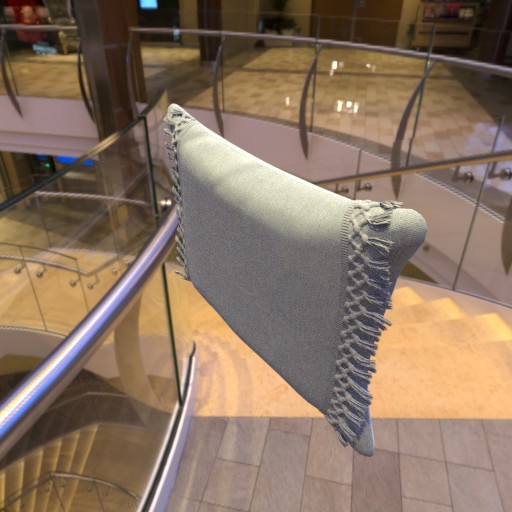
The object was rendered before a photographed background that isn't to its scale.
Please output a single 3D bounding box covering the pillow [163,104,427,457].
[{"bbox_3d":[0.000,0.000,0.575,0.084,0.305,0.466,-19,36,-28],"label":"pillow"}]
